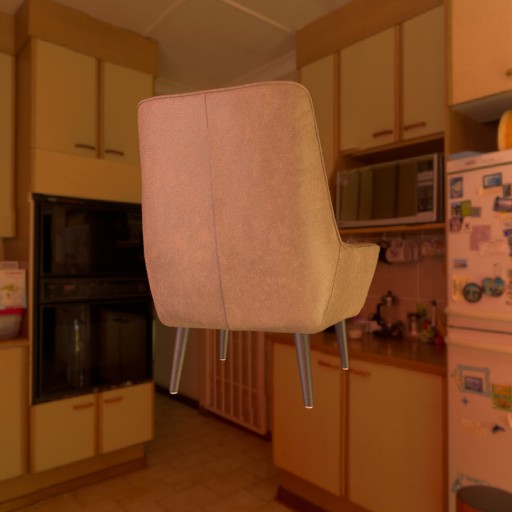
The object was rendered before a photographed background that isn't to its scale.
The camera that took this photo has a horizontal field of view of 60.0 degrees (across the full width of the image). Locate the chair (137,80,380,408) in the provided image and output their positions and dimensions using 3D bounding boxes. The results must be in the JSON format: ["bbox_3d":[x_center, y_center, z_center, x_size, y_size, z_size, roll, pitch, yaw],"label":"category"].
[{"bbox_3d":[0.000,0.000,1.532,0.787,0.888,0.824,0,-1,19],"label":"chair"}]
